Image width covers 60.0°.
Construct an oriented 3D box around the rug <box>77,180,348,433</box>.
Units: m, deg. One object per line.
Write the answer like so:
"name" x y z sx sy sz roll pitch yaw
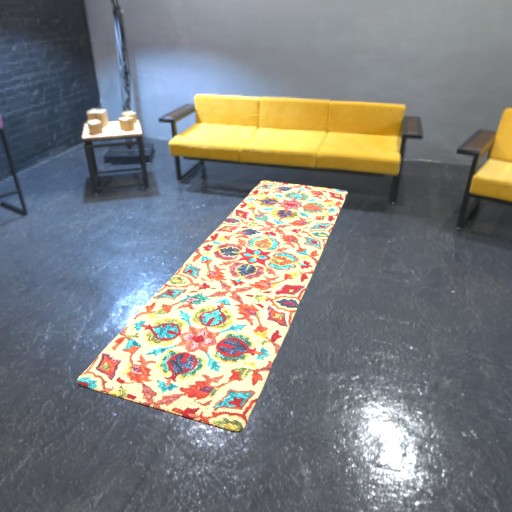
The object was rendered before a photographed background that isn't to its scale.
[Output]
"rug" 0.000 0.000 2.518 0.693 0.016 2.273 10 32 16
